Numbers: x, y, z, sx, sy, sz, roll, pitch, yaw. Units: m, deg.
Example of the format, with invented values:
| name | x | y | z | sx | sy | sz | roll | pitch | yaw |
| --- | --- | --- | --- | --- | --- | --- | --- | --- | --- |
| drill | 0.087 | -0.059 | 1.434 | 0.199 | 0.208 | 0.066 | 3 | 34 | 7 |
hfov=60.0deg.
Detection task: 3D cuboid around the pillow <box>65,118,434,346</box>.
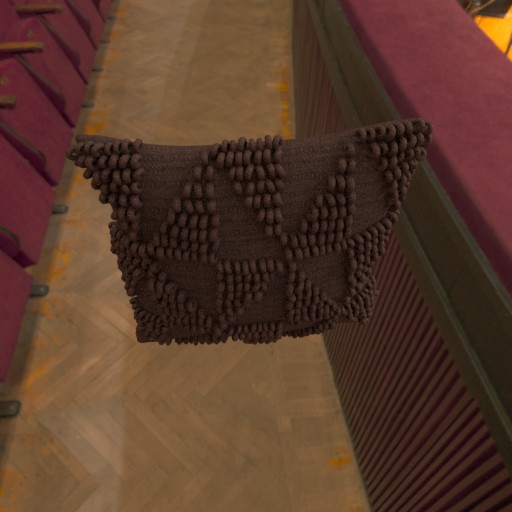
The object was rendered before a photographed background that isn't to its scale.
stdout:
| name | x | y | z | sx | sy | sz | roll | pitch | yaw |
| --- | --- | --- | --- | --- | --- | --- | --- | --- | --- |
| pillow | 0.000 | 0.000 | 0.721 | 0.470 | 0.467 | 0.172 | -5 | 48 | -4 |
